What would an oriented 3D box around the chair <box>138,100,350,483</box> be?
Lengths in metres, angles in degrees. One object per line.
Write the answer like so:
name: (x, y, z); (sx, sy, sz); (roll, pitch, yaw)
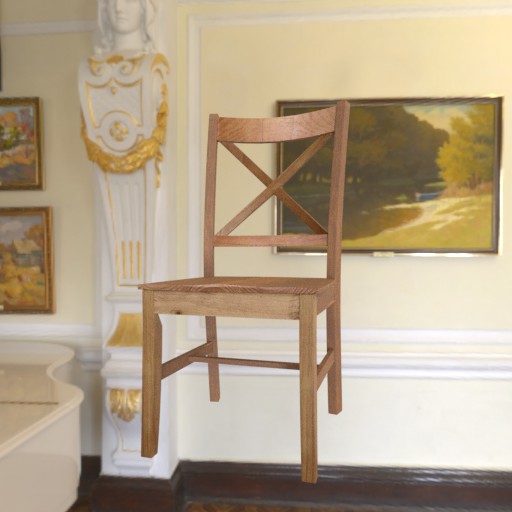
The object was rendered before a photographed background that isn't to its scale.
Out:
chair: (0.000, 0.000, 1.270); (0.485, 0.983, 0.542); (0, 0, 17)
